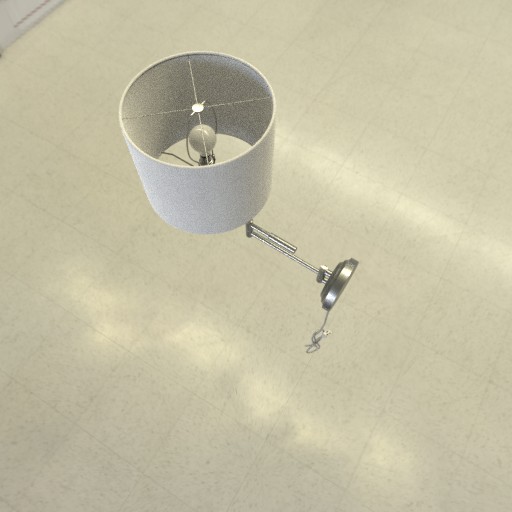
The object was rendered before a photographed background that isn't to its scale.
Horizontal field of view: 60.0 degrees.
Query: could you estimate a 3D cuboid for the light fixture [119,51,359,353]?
[{"bbox_3d":[0.000,0.000,1.061,0.479,0.842,0.253,31,68,14],"label":"light fixture"}]
